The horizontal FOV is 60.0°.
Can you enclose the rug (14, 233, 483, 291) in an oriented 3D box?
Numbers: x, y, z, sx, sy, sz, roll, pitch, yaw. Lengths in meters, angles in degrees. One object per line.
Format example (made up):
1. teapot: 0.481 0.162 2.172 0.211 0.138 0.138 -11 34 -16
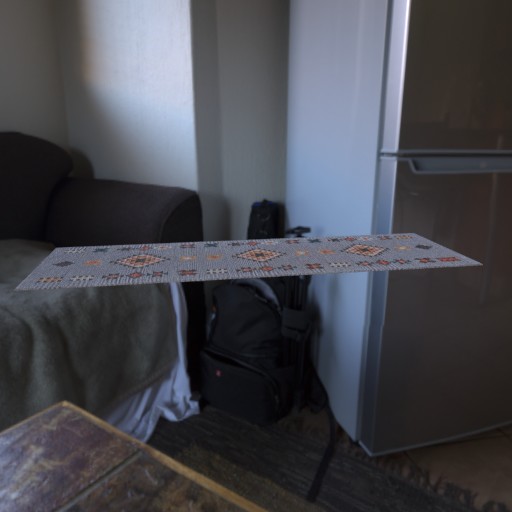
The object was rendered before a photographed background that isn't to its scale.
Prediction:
1. rug: 0.000 0.000 2.634 2.432 0.008 0.766 -3 16 -9
